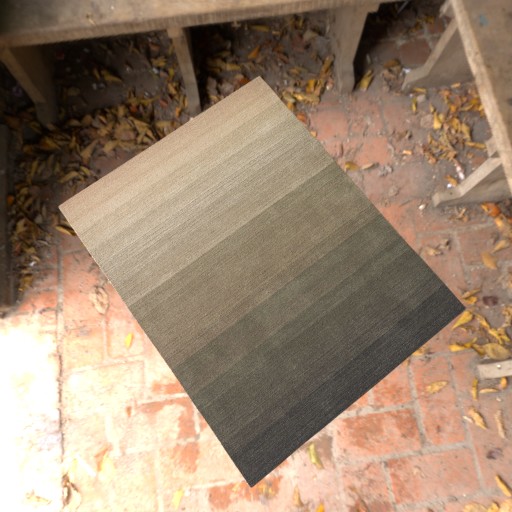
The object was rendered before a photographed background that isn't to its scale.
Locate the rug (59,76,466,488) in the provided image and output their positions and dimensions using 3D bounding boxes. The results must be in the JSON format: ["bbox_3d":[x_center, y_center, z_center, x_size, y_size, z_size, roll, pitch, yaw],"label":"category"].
[{"bbox_3d":[0.000,0.000,3.923,2.315,0.015,2.932,-36,78,-9],"label":"rug"}]
